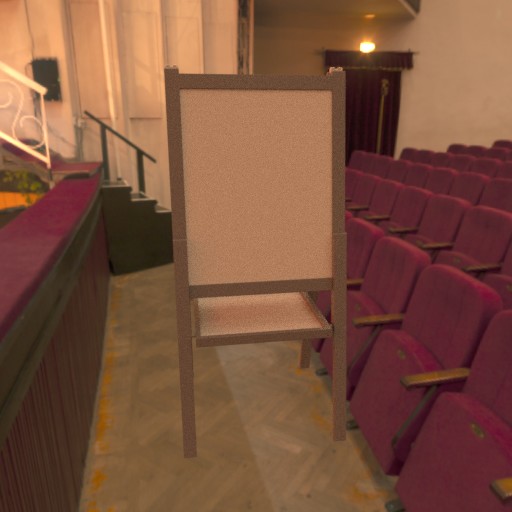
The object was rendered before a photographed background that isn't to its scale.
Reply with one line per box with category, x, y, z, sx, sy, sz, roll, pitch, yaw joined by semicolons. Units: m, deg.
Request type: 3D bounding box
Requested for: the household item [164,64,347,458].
household item;0.000;0.000;1.481;0.531;1.172;0.469;-3;18;-8
